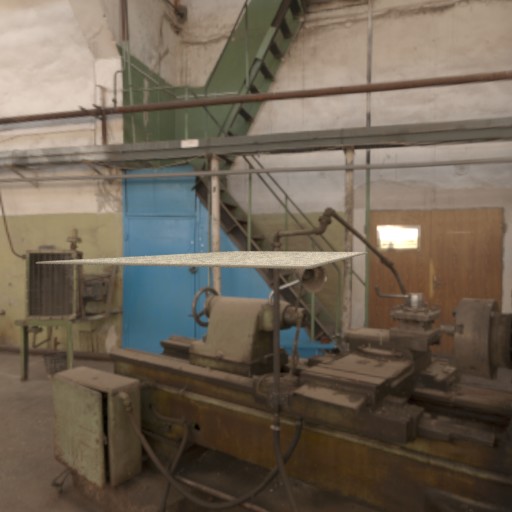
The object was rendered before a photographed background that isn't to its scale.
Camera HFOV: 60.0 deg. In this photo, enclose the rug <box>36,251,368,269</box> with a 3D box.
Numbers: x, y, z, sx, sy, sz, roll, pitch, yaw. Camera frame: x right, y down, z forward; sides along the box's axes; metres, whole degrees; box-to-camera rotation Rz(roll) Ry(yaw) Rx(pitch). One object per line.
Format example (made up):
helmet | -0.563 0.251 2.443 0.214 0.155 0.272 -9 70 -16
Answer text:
rug | 0.000 0.000 3.652 1.546 0.011 3.048 1 2 19
